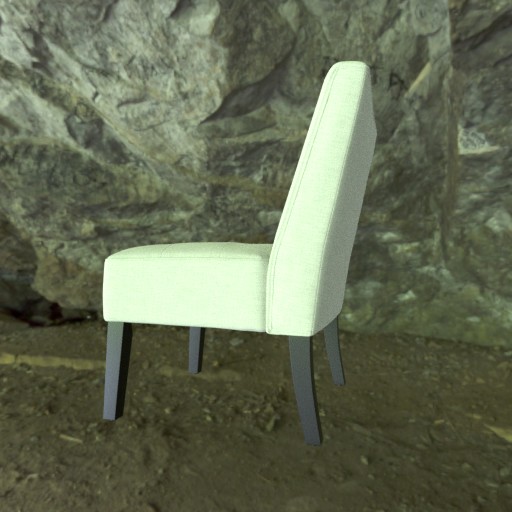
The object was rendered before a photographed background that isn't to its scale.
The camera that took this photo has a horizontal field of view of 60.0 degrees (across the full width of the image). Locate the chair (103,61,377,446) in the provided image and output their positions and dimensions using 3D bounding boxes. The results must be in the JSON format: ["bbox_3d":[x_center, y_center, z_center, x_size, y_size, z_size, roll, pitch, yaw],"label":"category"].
[{"bbox_3d":[0.000,0.000,1.304,0.676,0.853,0.569,0,-1,17],"label":"chair"}]
